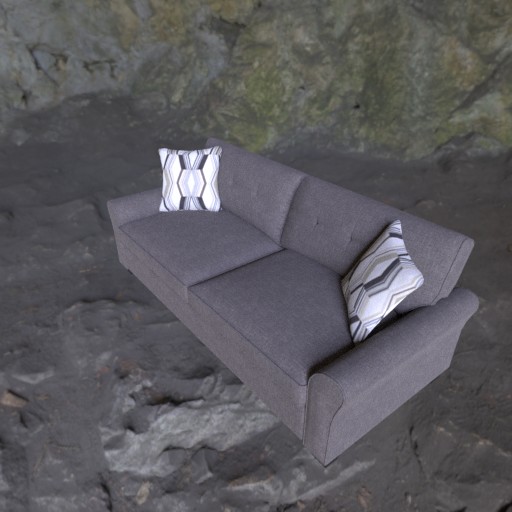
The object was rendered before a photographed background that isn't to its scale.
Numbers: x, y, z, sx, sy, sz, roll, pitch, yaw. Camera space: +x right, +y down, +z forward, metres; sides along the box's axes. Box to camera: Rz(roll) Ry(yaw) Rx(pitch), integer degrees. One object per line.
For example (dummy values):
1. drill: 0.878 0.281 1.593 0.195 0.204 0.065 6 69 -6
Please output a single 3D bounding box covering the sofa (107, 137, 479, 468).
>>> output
1. sofa: 0.000 0.000 2.415 0.889 0.813 2.032 -22 37 -32
